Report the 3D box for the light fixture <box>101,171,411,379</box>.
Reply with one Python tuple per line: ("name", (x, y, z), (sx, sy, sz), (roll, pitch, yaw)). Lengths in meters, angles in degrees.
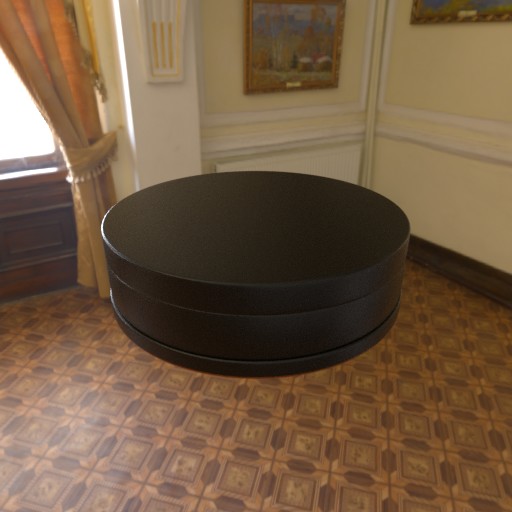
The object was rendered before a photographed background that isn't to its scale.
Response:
("light fixture", (0.000, 0.000, 0.441), (0.283, 0.097, 0.283), (0, 26, 0))
